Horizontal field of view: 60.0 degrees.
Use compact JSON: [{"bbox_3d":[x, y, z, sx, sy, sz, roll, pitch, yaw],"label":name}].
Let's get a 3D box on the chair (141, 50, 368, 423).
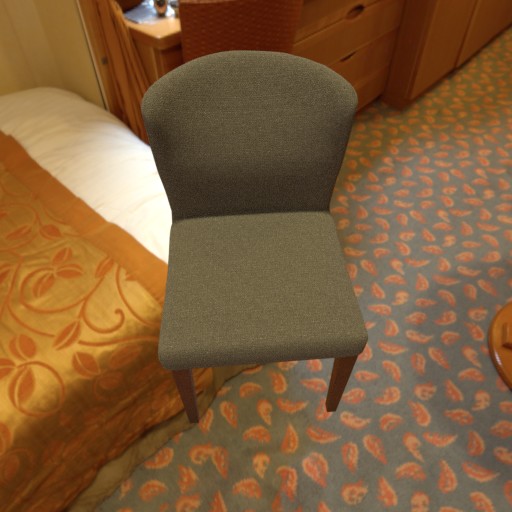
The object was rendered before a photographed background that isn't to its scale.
[{"bbox_3d":[0.000,0.000,1.175,0.491,0.839,0.589,-4,48,-3],"label":"chair"}]
